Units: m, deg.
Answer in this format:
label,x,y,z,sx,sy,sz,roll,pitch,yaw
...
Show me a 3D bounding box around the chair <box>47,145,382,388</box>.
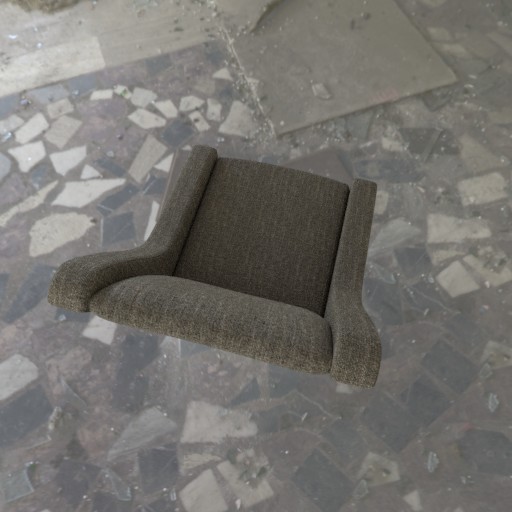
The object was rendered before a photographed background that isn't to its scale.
label,x,y,z,sx,sy,sz,roll,pitch,yaw
chair,0.000,0.000,1.624,0.793,1.012,0.944,13,65,7
